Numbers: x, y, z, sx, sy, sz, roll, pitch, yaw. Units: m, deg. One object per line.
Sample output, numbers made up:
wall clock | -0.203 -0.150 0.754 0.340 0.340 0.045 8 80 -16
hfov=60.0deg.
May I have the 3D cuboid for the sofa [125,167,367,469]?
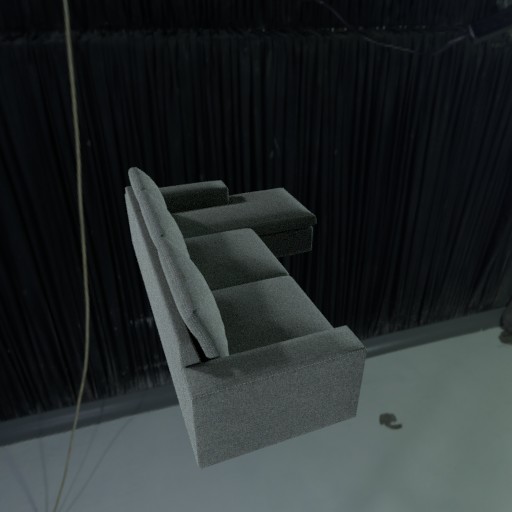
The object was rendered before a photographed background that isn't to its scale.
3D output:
sofa | 0.000 0.000 3.523 1.689 0.940 2.718 -11 32 -18
